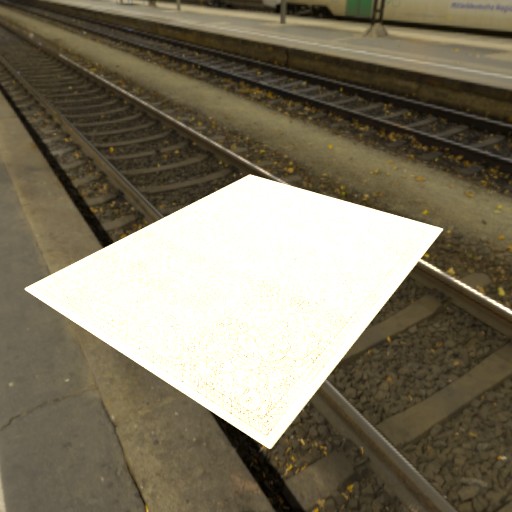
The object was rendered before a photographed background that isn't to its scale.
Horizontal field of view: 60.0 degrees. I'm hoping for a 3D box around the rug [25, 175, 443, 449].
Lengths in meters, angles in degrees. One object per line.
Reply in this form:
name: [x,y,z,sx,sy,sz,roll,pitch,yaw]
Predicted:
rug: [0.000,0.000,4.034,2.441,0.015,3.050,21,38,30]
